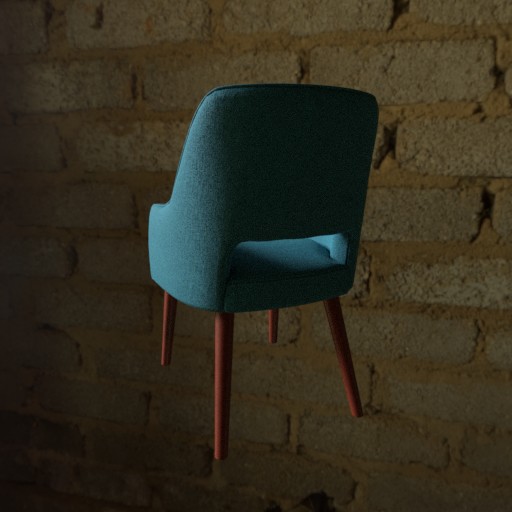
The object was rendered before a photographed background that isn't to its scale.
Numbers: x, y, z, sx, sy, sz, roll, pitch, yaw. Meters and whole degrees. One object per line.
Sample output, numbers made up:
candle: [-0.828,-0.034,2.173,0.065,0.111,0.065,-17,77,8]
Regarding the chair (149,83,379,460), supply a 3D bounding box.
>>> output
chair: [0.000,0.000,1.261,0.548,0.849,0.605,-6,15,-24]
